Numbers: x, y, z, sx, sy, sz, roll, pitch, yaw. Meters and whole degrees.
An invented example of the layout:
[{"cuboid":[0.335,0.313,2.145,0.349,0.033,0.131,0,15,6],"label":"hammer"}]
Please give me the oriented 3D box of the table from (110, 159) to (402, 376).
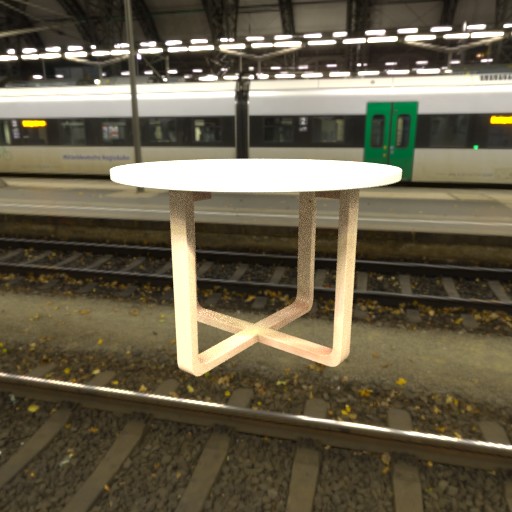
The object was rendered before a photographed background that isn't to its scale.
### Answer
[{"cuboid":[0.000,0.000,1.007,0.600,0.400,0.600,0,15,0],"label":"table"}]
